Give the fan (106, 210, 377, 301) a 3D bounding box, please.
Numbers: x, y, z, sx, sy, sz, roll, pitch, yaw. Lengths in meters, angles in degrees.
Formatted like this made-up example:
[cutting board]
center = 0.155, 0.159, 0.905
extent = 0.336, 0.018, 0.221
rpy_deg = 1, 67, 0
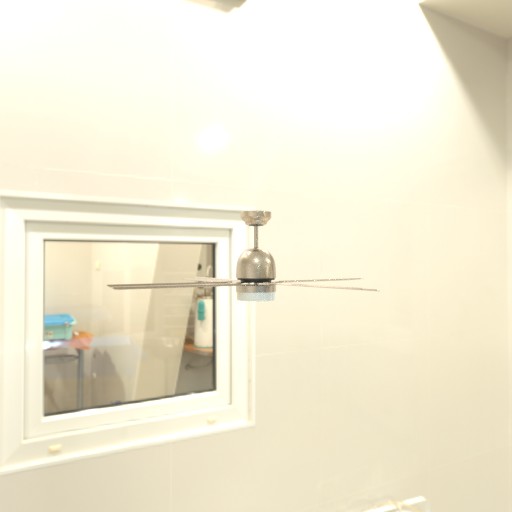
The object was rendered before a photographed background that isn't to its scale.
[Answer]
[fan]
center = 0.000, 0.000, 2.061
extent = 1.346, 0.406, 1.346
rpy_deg = 1, -1, -37
